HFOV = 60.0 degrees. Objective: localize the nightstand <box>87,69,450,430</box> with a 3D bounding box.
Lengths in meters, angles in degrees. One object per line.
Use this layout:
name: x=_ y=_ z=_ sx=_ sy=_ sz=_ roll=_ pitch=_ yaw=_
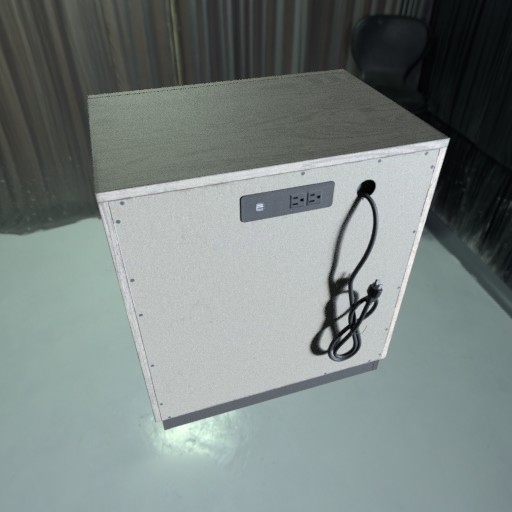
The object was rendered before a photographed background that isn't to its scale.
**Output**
nightstand: x=0.000 y=0.000 z=1.064 sx=0.612 sy=0.673 sz=0.483 roll=-12 pitch=41 yaw=-14
